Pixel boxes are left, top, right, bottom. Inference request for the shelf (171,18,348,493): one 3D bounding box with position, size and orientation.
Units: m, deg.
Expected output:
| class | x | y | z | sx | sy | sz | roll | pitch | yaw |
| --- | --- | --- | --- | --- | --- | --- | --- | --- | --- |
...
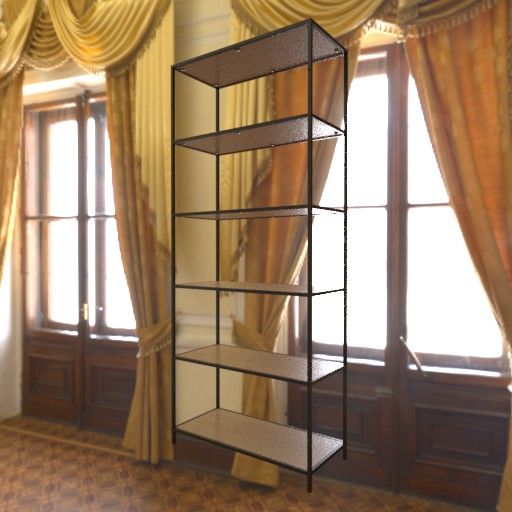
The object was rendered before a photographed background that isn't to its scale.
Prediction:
| class | x | y | z | sx | sy | sz | roll | pitch | yaw |
| --- | --- | --- | --- | --- | --- | --- | --- | --- | --- |
| shelf | 0.000 | 0.000 | 2.088 | 0.770 | 1.850 | 0.350 | 1 | 1 | 35 |
